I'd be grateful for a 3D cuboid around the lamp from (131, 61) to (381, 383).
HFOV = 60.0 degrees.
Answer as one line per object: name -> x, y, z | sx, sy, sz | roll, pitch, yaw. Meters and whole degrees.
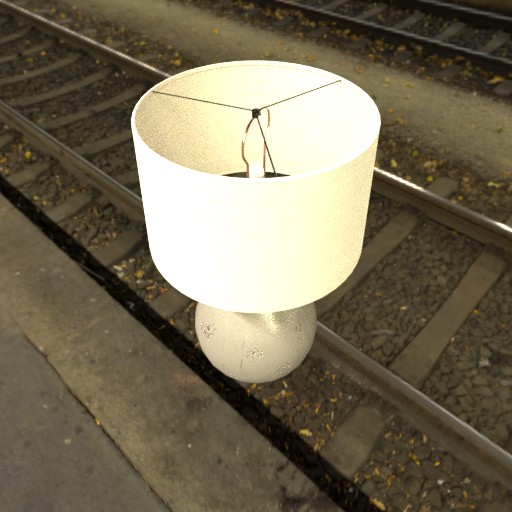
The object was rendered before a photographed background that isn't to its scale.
lamp -> 0.000, 0.000, 0.739 | 0.330, 0.521, 0.330 | 0, 45, 0
